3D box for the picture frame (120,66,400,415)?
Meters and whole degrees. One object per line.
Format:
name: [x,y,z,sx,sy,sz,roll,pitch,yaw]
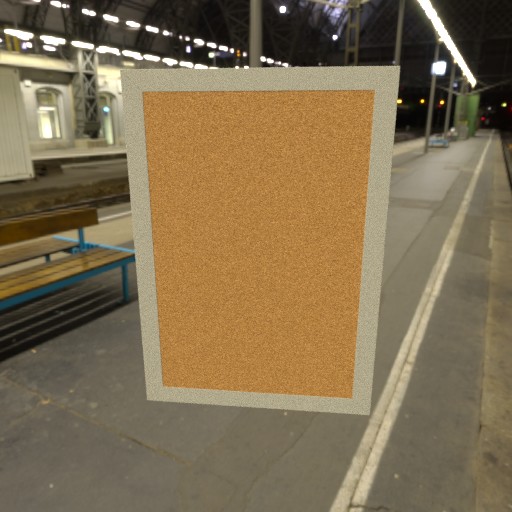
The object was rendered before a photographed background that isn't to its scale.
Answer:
picture frame: [0.000,0.000,0.585,0.326,0.459,0.011,2,17,6]
